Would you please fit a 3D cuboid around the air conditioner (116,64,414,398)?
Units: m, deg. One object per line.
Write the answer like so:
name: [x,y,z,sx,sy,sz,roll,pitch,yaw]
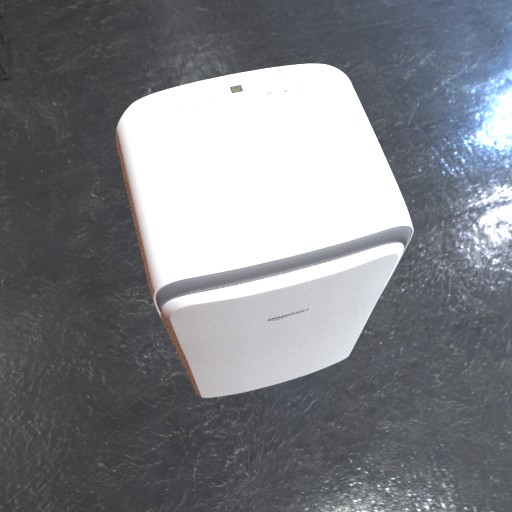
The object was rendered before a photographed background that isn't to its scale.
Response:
air conditioner: [0.000,0.000,1.039,0.478,0.765,0.467,-14,63,-7]
